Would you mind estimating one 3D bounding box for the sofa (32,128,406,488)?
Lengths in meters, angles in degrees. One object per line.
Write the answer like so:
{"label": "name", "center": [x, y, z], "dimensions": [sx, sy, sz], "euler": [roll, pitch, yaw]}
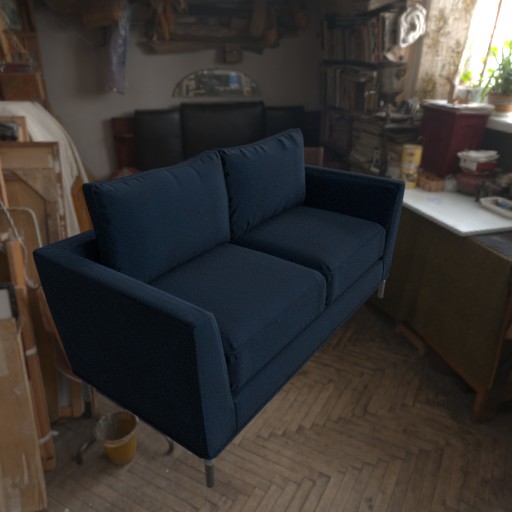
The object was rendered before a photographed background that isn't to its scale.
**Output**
{"label": "sofa", "center": [0.000, 0.000, 2.210], "dimensions": [0.853, 1.002, 1.770], "euler": [17, 31, 32]}
